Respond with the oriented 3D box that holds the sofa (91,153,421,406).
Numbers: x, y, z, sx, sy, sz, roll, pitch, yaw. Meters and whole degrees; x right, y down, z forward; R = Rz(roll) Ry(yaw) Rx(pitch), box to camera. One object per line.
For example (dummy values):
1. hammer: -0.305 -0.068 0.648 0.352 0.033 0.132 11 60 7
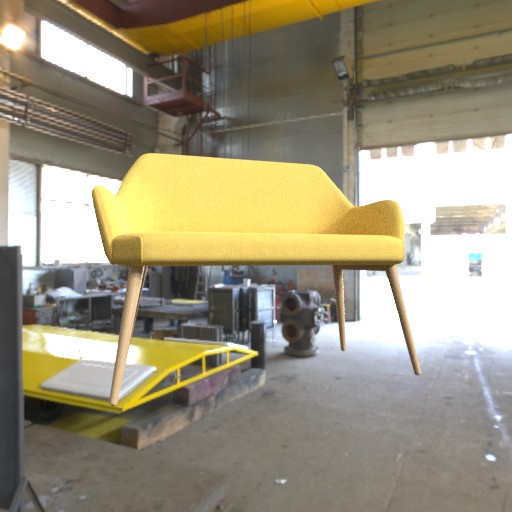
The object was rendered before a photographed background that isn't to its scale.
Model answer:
1. sofa: 0.000 0.000 1.656 1.150 0.840 0.610 0 0 -18
